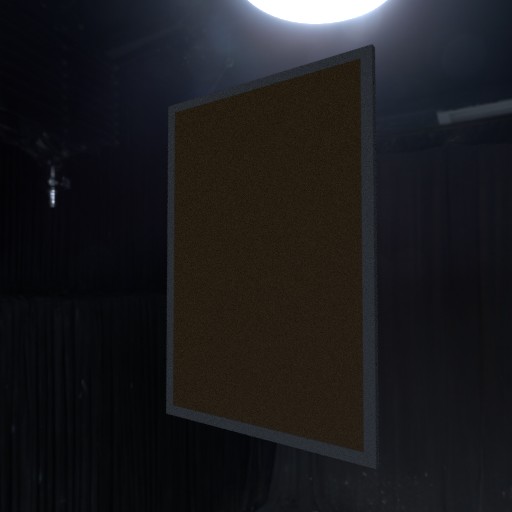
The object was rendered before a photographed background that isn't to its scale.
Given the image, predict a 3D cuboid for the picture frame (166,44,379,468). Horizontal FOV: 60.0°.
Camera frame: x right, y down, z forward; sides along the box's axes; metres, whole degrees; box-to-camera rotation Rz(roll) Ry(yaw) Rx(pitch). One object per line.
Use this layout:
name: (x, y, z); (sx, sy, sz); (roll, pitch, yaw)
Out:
picture frame: (0.000, 0.000, 0.823); (0.457, 0.657, 0.013); (-1, -2, 35)
